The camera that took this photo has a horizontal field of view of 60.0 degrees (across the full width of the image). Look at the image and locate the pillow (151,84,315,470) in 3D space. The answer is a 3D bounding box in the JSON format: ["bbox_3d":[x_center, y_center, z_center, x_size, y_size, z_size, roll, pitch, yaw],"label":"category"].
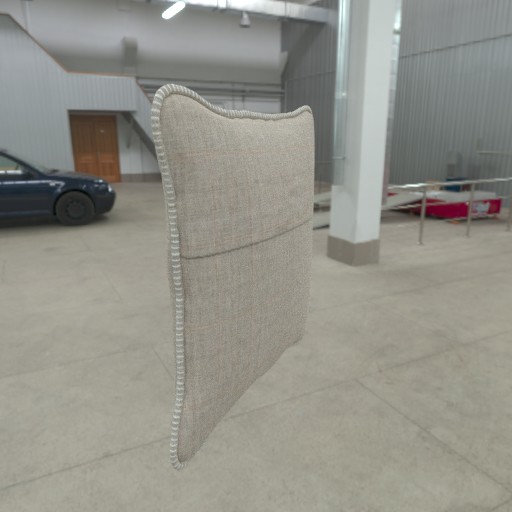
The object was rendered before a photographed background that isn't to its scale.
[{"bbox_3d":[0.000,0.000,0.730,0.124,0.494,0.485,8,17,26],"label":"pillow"}]
